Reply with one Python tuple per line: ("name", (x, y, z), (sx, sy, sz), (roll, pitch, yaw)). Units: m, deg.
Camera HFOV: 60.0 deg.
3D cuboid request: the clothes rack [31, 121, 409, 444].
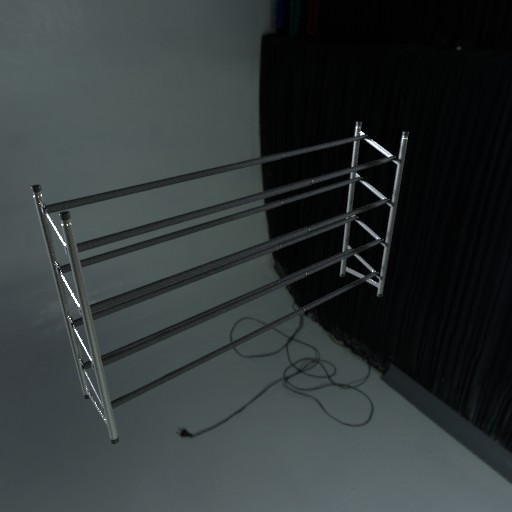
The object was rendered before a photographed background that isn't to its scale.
("clothes rack", (0.000, 0.000, 1.431), (1.168, 0.672, 0.229), (-21, 35, -33))
